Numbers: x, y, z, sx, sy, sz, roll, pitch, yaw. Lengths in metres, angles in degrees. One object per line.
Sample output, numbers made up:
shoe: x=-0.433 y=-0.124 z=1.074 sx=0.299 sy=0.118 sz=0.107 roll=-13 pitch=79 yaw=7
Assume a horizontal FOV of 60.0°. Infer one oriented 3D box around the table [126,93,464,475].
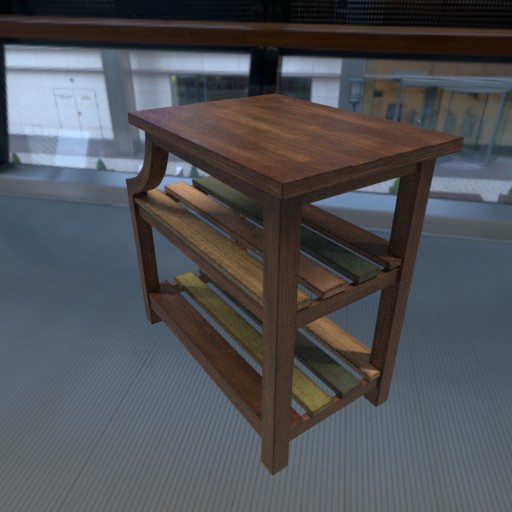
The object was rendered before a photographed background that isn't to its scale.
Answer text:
table: x=0.000 y=0.000 z=0.952 sx=0.356 sy=0.584 sz=0.609 roll=-19 pitch=35 yaw=-30
